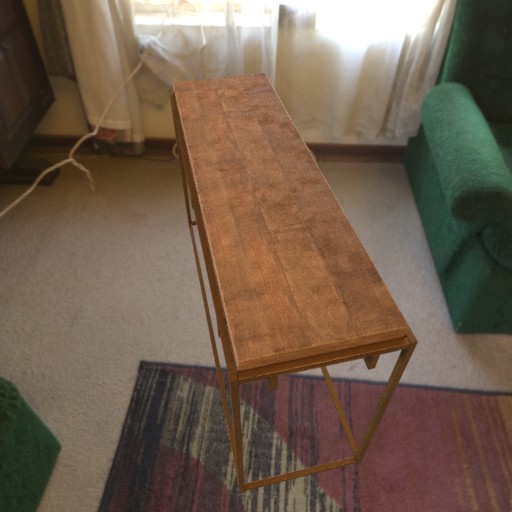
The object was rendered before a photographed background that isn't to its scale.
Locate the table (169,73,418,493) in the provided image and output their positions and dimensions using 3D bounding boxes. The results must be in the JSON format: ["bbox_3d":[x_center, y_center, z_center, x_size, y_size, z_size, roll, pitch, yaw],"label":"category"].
[{"bbox_3d":[0.000,0.000,1.725,0.440,0.820,1.400,-10,47,-9],"label":"table"}]
